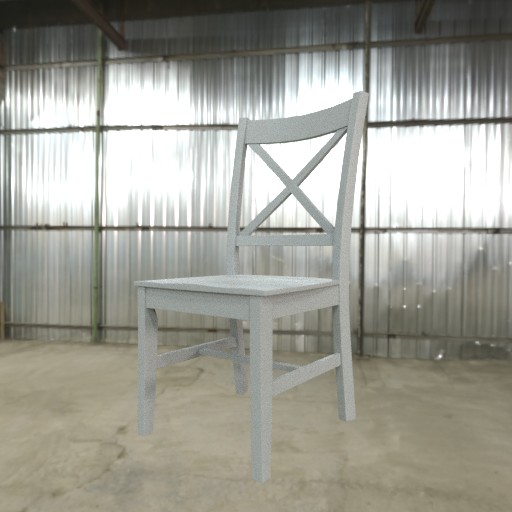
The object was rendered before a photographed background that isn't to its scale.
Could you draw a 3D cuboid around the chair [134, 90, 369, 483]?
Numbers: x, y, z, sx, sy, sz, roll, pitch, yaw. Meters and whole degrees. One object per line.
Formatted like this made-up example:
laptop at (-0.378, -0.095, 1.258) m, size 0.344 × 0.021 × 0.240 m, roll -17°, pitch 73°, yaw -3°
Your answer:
chair at (0.000, 0.000, 1.298) m, size 0.485 × 0.983 × 0.542 m, roll 1°, pitch 1°, yaw 37°
